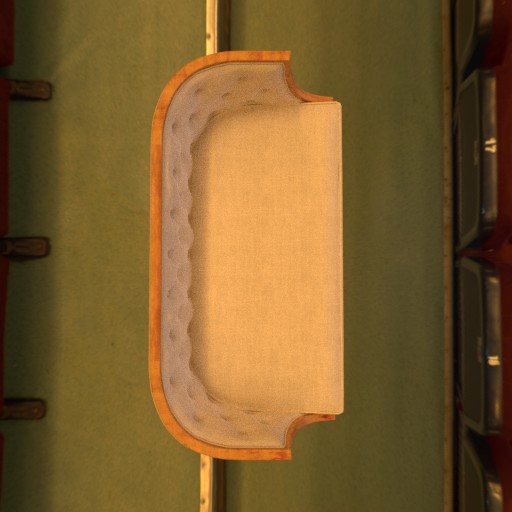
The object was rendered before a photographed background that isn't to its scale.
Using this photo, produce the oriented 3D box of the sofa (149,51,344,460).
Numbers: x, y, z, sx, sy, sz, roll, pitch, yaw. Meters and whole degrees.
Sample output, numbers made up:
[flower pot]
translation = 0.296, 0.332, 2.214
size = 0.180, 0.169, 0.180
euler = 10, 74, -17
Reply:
[sofa]
translation = 0.000, 0.000, 1.948
size = 0.770, 0.775, 1.474
euler = 0, 88, 0
